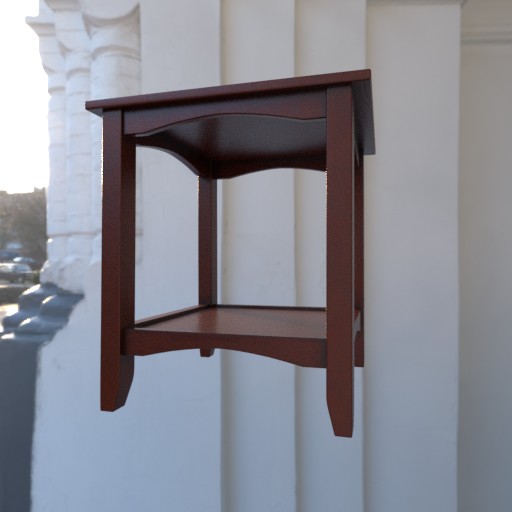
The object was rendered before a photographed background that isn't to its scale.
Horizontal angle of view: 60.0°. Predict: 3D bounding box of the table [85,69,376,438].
[{"bbox_3d":[0.000,0.000,0.971,0.522,0.558,0.523,0,0,18],"label":"table"}]
